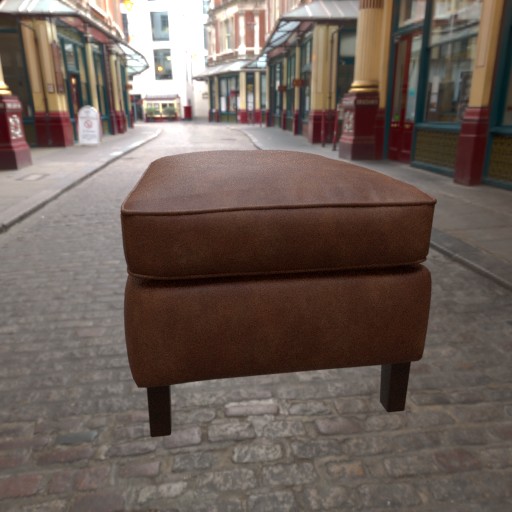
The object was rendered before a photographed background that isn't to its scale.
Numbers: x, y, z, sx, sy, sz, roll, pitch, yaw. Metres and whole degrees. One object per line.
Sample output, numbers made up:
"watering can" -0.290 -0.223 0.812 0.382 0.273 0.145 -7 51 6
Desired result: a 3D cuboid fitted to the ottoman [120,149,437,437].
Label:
"ottoman" 0.000 0.000 0.960 0.501 0.418 0.665 -3 18 -8
